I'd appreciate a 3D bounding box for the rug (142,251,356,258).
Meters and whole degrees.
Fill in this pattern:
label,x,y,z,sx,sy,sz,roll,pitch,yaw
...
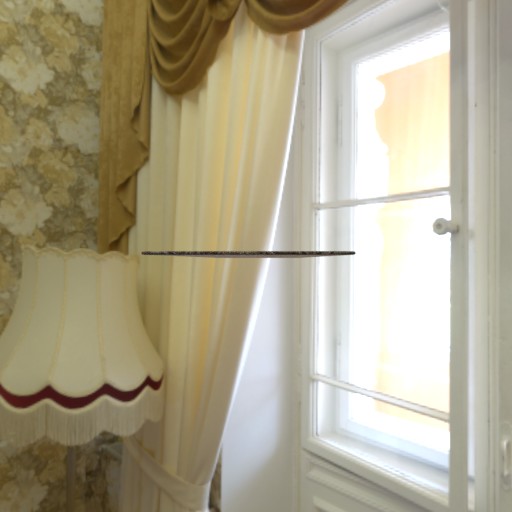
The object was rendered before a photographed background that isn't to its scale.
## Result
label,x,y,z,sx,sy,sz,roll,pitch,yaw
rug,0.000,0.000,2.592,0.719,0.013,2.305,0,0,1
